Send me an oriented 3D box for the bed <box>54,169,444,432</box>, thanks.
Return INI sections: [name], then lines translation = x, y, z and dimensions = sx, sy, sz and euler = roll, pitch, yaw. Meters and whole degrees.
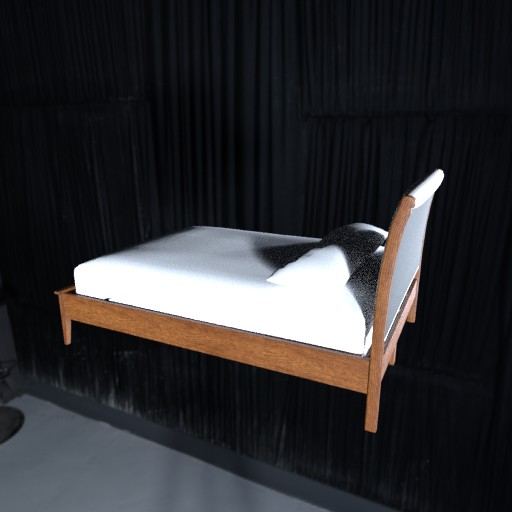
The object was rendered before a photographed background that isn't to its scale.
[bed]
translation = 0.000, 0.000, 3.267
dimensions = 2.380, 1.250, 1.612
euler = 8, 18, 25
